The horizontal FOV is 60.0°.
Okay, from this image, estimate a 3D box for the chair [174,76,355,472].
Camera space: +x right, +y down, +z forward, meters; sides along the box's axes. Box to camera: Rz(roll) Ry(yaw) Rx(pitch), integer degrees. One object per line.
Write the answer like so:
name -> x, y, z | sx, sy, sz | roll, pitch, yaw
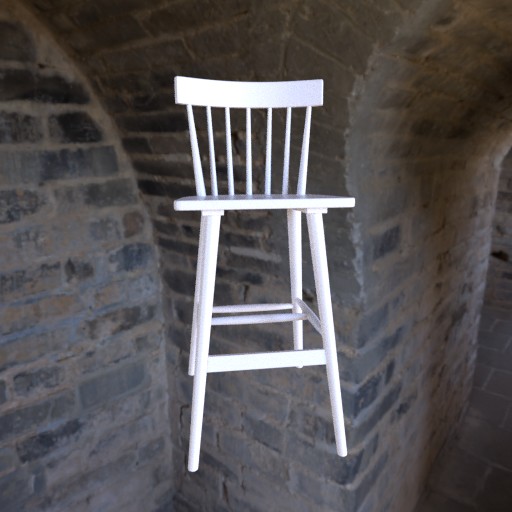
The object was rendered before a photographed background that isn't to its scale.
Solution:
chair -> 0.000, 0.000, 1.409 | 0.483, 1.092, 0.572 | -2, 14, -8
